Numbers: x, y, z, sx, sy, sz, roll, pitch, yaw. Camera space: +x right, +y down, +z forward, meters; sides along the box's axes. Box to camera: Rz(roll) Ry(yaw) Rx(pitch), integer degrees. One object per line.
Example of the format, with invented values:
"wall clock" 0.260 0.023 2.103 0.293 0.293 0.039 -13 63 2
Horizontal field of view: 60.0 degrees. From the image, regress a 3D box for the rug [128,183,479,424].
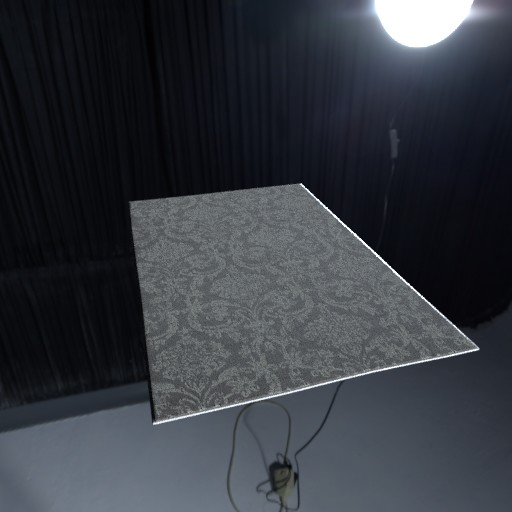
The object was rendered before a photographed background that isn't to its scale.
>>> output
"rug" 0.000 0.000 3.419 1.819 0.018 2.746 -8 31 -14
